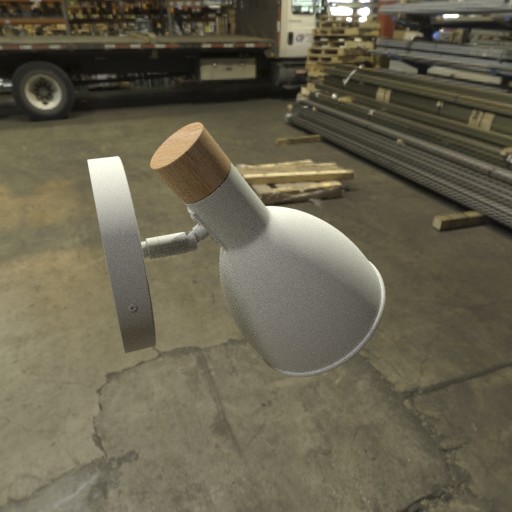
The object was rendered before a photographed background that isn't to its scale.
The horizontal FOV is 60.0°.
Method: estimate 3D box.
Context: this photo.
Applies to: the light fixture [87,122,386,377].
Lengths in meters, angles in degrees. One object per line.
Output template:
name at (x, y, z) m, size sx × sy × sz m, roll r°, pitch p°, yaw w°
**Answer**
light fixture at (0.000, 0.000, 0.330) m, size 0.209 × 0.199 × 0.127 m, roll -10°, pitch 31°, yaw -18°
